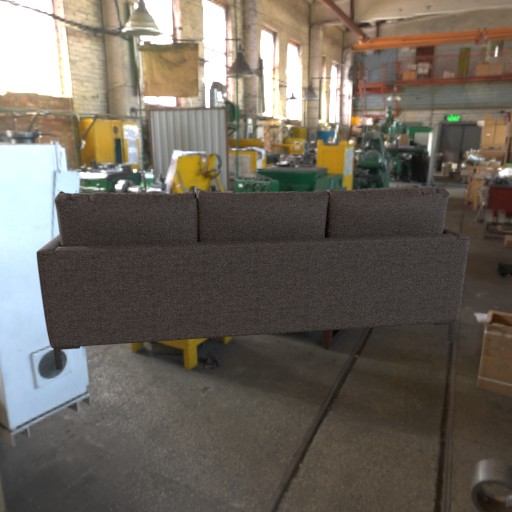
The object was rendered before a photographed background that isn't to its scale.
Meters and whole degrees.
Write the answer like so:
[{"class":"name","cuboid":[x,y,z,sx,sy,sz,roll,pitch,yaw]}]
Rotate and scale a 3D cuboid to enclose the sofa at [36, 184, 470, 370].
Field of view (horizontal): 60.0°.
[{"class":"sofa","cuboid":[0.000,0.000,2.695,2.253,0.882,0.876,-2,15,-8]}]
